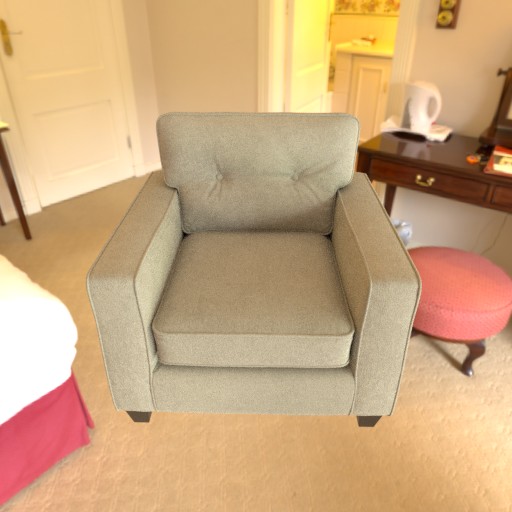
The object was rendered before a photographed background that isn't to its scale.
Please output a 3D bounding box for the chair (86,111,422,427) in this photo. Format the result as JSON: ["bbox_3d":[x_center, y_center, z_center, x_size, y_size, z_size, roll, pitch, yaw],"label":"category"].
[{"bbox_3d":[0.000,0.000,1.750,1.015,0.965,0.939,1,31,1],"label":"chair"}]
